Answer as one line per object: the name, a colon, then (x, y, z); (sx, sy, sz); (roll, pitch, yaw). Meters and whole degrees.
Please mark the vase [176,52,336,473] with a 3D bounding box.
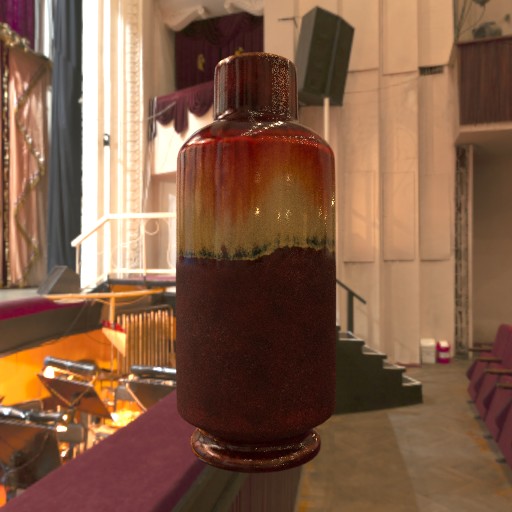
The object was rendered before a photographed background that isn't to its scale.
vase: (0.000, 0.000, 0.311); (0.111, 0.261, 0.111); (0, -1, 0)
